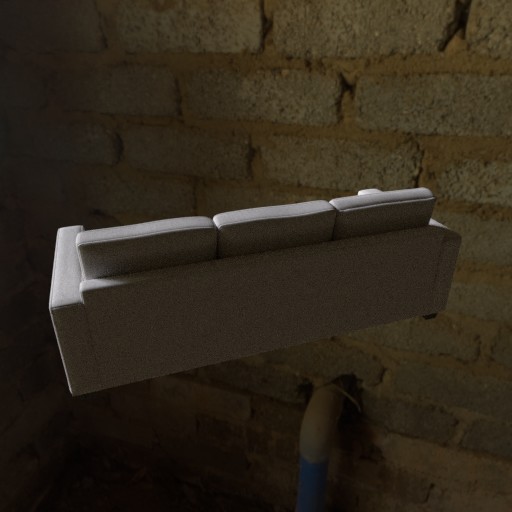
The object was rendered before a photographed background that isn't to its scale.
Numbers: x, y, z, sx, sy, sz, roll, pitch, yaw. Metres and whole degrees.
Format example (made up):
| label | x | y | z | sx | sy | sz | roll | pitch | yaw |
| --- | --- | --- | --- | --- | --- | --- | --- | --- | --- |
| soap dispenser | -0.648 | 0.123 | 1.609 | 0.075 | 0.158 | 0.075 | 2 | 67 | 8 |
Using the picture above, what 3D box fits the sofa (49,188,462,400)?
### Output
| label | x | y | z | sx | sy | sz | roll | pitch | yaw |
| --- | --- | --- | --- | --- | --- | --- | --- | --- | --- |
| sofa | 0.000 | 0.000 | 2.565 | 2.120 | 0.800 | 0.900 | -9 | 29 | -17 |
